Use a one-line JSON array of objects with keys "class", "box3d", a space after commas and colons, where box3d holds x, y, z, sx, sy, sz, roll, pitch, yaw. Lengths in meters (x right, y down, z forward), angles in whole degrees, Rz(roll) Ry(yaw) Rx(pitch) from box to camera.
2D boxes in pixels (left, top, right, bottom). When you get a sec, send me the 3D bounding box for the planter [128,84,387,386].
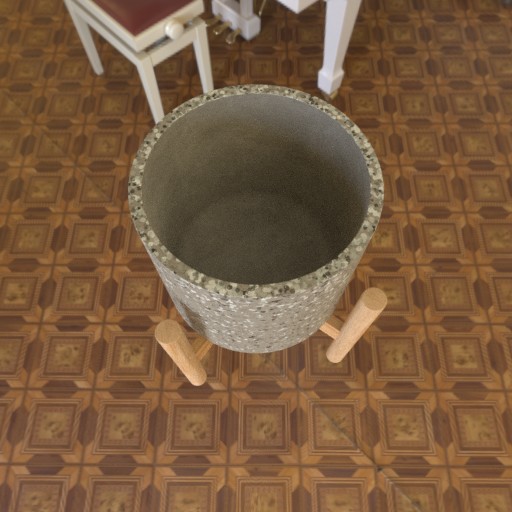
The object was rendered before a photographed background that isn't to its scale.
[{"class": "planter", "box3d": [0.000, 0.000, 0.532, 0.284, 0.320, 0.284, -29, 68, -13]}]
